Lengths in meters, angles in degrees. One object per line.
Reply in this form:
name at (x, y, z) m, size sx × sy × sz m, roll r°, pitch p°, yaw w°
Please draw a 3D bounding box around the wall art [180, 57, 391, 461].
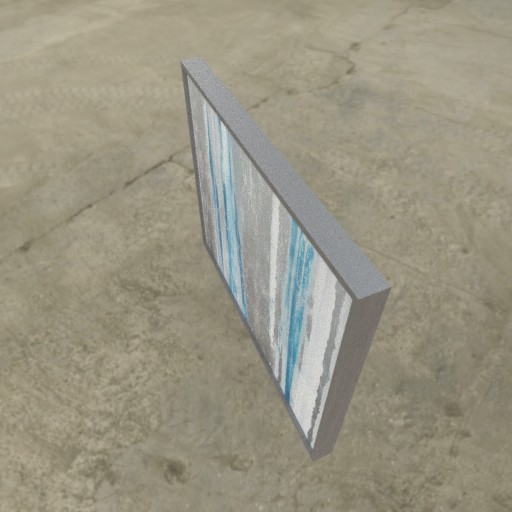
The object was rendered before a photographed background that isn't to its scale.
wall art at (0.000, 0.000, 0.756) m, size 0.037 × 0.450 × 0.557 m, roll -18°, pitch 50°, yaw -16°
